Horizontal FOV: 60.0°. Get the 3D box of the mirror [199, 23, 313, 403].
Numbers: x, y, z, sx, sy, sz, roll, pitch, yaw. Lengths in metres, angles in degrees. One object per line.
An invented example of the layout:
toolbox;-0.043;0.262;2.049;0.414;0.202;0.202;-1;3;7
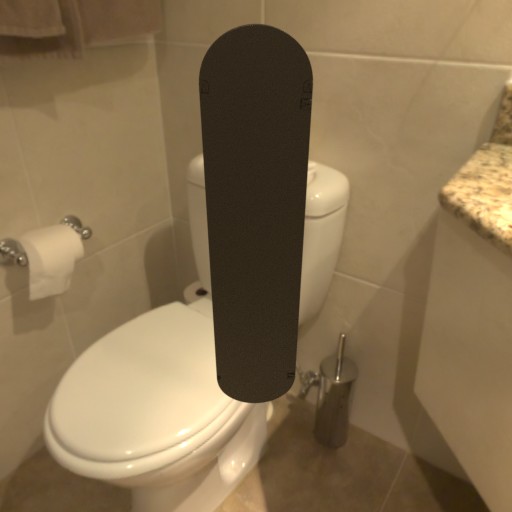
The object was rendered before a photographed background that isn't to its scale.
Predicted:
mirror;0.000;0.000;1.067;0.222;0.991;0.032;-1;30;-2
